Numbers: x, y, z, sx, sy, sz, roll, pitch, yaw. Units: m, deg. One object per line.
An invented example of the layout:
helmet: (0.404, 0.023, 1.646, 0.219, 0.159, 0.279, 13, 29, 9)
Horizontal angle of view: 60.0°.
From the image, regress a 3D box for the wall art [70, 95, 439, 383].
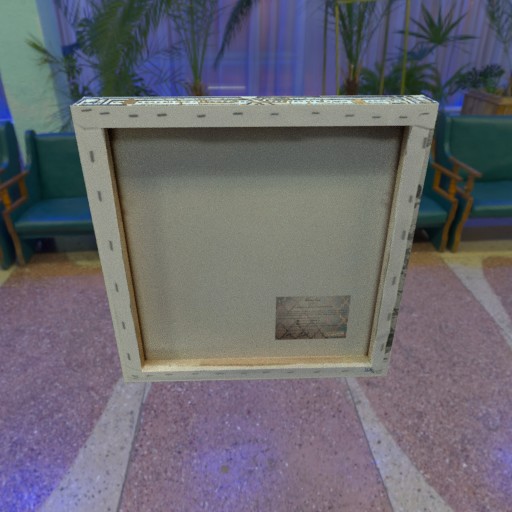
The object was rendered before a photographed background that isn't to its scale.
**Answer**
wall art: (0.000, 0.000, 0.452, 0.302, 0.306, 0.038, -1, 29, -2)
